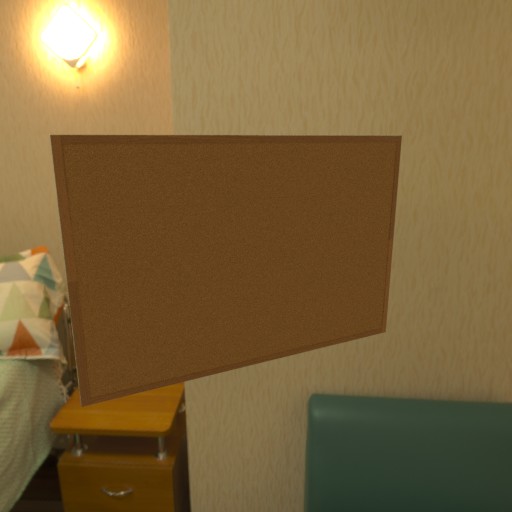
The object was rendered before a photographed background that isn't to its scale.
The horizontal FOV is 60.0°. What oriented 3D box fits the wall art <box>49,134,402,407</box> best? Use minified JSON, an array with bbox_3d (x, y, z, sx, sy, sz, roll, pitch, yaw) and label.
[{"bbox_3d":[0.000,0.000,1.441,1.141,0.758,0.035,-7,17,-25],"label":"wall art"}]
